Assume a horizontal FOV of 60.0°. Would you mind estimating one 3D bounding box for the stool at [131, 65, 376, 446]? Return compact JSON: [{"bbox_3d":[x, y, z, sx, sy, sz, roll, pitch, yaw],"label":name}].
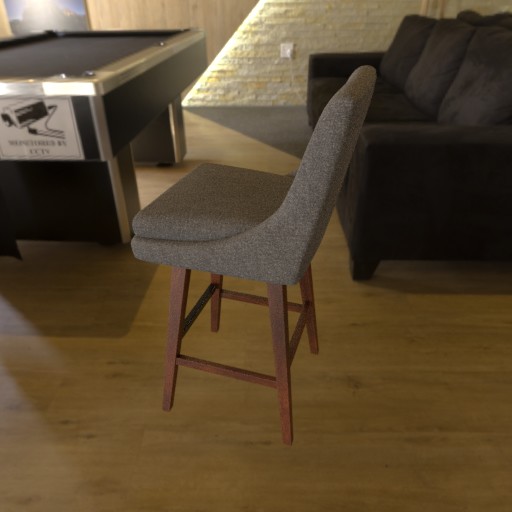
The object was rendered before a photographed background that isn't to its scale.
[{"bbox_3d":[0.000,0.000,1.368,0.572,1.068,0.489,9,32,15],"label":"stool"}]
